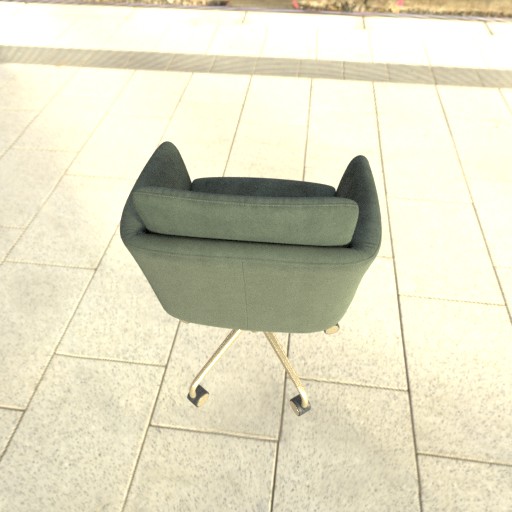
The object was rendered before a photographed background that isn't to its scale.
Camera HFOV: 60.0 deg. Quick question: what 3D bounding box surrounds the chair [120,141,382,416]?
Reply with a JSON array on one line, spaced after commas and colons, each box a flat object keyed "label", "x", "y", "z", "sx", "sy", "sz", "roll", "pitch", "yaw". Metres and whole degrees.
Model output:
[{"label": "chair", "x": 0.000, "y": 0.000, "z": 1.349, "sx": 0.641, "sy": 0.908, "sz": 0.635, "roll": 4, "pitch": 47, "yaw": 4}]
